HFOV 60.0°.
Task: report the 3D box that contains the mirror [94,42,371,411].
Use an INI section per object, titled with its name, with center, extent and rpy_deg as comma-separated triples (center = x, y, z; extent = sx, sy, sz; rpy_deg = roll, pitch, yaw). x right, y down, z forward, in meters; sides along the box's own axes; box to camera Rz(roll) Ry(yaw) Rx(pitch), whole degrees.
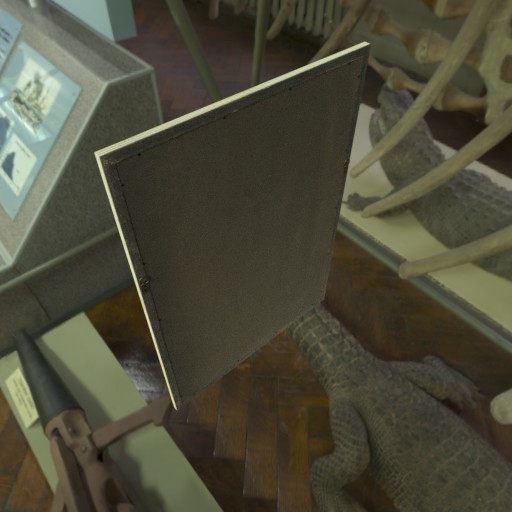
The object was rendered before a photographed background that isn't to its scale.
[mirror]
center = 0.000, 0.000, 1.263
extent = 0.705, 0.996, 0.025
rpy_deg = -32, 55, -26
